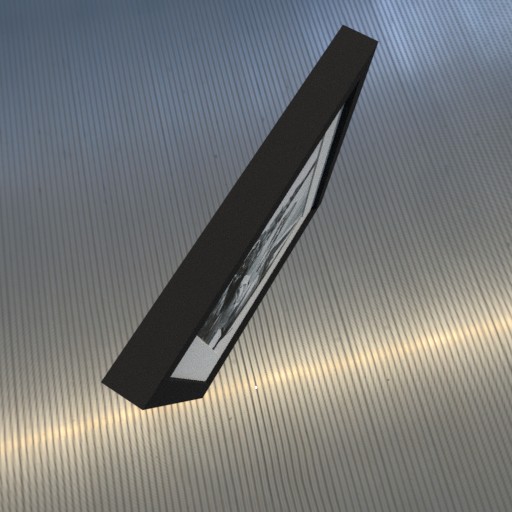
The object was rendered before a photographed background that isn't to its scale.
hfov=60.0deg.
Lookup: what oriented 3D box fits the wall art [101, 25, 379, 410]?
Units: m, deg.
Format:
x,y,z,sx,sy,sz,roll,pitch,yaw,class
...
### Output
x,y,z,sx,sy,sz,roll,pitch,yaw,class
0.000,0.000,0.446,0.030,0.305,0.308,30,76,8,wall art
